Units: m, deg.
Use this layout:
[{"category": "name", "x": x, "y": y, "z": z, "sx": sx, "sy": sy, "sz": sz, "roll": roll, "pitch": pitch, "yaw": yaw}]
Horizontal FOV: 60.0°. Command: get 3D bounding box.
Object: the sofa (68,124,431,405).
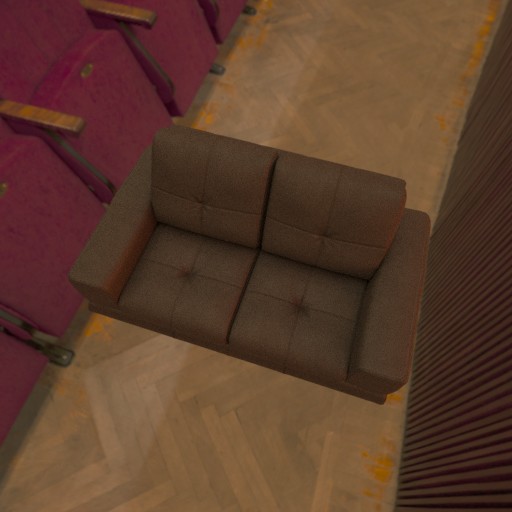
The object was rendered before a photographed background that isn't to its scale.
[{"category": "sofa", "x": 0.000, "y": 0.000, "z": 2.468, "sx": 1.806, "sy": 0.907, "sz": 1.018, "roll": 16, "pitch": 61, "yaw": 9}]
